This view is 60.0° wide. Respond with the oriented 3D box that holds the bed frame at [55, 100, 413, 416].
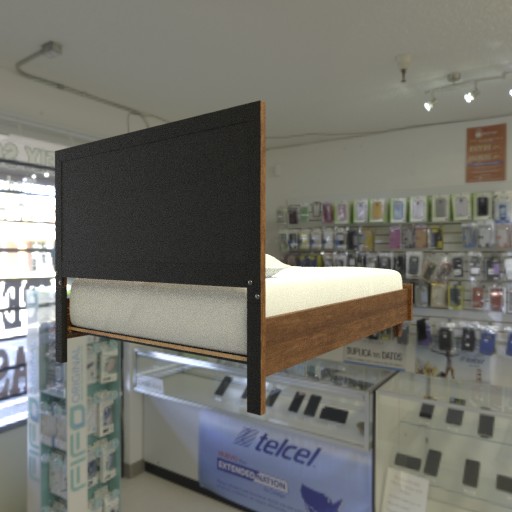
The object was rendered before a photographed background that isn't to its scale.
[{"bbox_3d":[0.000,0.000,3.403,1.696,1.417,2.276,0,1,36],"label":"bed frame"}]
